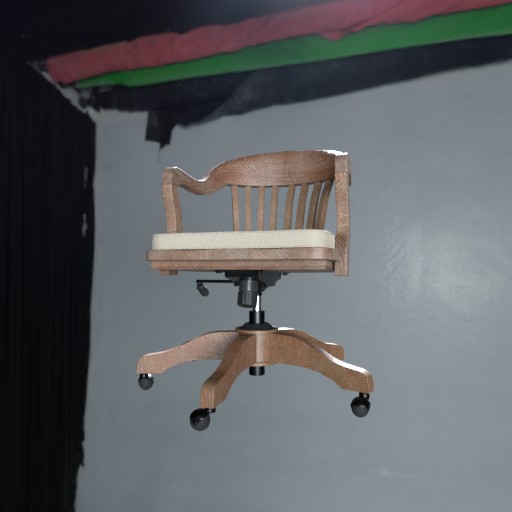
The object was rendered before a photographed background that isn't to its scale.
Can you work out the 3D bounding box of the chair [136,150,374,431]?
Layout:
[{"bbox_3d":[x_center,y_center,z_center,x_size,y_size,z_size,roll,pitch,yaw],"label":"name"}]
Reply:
[{"bbox_3d":[0.000,0.000,1.444,0.750,0.878,0.788,-1,-2,18],"label":"chair"}]
